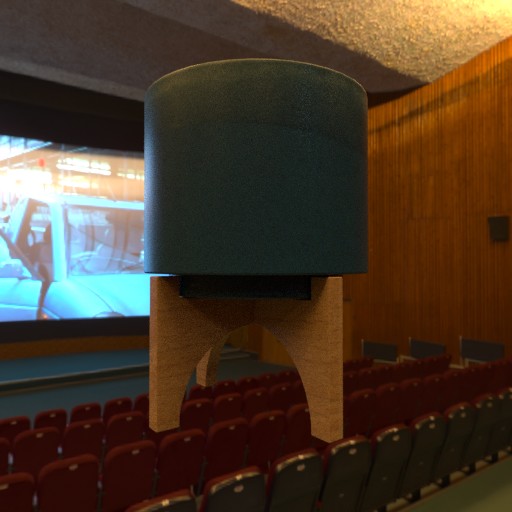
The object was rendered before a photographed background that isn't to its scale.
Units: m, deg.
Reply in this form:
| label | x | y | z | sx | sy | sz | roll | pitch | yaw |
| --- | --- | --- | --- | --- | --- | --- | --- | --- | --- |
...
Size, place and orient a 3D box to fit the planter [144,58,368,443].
| label | x | y | z | sx | sy | sz | roll | pitch | yaw |
| --- | --- | --- | --- | --- | --- | --- | --- | --- | --- |
| planter | 0.000 | 0.000 | 0.391 | 0.192 | 0.263 | 0.192 | 0 | -1 | 0 |
